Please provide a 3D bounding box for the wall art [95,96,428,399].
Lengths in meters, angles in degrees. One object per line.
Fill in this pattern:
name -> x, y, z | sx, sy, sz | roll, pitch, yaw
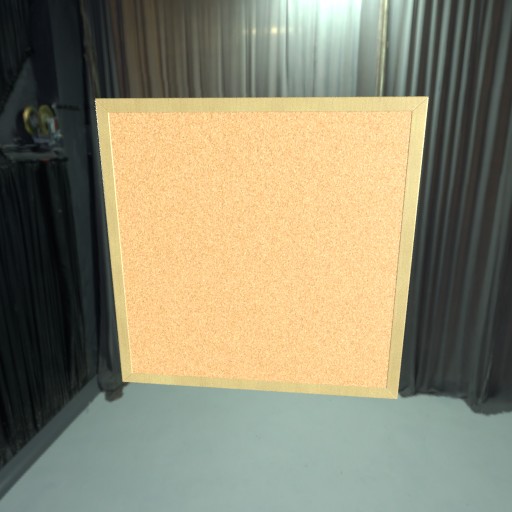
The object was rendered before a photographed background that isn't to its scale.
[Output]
wall art -> 0.000, 0.000, 1.134 | 0.763, 0.763, 0.037 | 2, 17, 6
